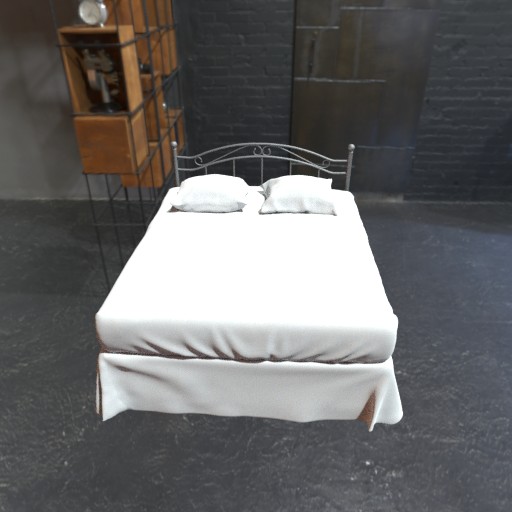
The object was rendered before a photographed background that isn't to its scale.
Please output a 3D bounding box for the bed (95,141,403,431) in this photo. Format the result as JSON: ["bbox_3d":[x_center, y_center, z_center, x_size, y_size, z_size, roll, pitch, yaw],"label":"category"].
[{"bbox_3d":[0.000,0.000,3.300,1.936,1.080,2.215,2,31,3],"label":"bed"}]
